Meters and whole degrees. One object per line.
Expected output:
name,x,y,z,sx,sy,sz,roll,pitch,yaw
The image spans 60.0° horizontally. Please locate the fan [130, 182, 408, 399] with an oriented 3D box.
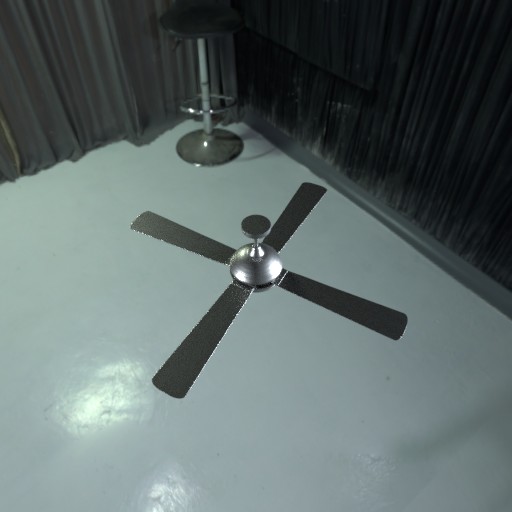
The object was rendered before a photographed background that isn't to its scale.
fan,0.000,0.000,1.966,1.321,0.381,1.321,-32,55,-26
